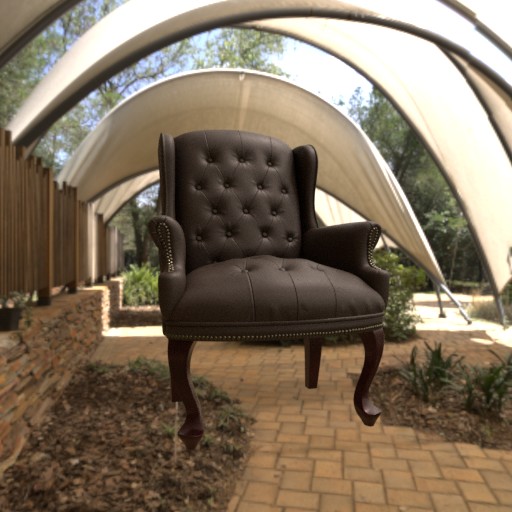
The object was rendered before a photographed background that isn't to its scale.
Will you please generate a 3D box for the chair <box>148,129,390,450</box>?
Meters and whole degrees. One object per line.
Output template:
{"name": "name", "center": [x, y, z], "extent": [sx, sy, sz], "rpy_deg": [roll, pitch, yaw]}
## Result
{"name": "chair", "center": [0.000, 0.000, 1.692], "extent": [0.829, 1.132, 0.819], "rpy_deg": [0, 0, -17]}
